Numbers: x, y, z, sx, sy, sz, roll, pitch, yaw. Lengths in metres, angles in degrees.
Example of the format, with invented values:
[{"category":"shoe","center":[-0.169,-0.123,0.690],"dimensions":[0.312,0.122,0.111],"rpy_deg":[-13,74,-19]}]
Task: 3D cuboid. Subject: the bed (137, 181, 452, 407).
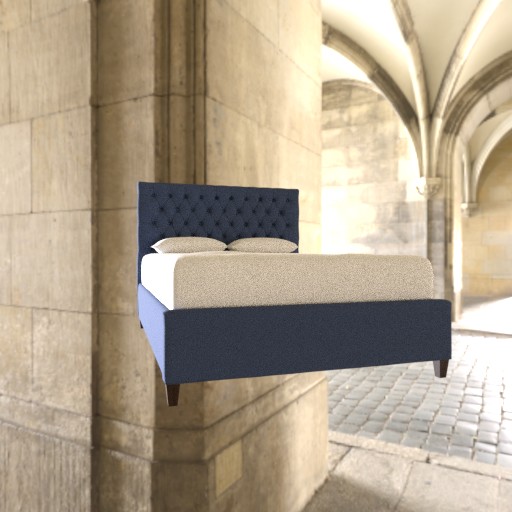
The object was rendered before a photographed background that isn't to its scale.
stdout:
[{"category":"bed","center":[0.000,0.000,3.484],"dimensions":[1.706,1.427,2.387],"rpy_deg":[0,1,-18]}]
